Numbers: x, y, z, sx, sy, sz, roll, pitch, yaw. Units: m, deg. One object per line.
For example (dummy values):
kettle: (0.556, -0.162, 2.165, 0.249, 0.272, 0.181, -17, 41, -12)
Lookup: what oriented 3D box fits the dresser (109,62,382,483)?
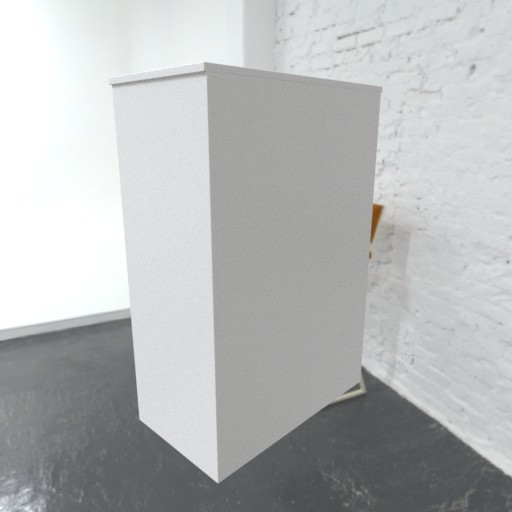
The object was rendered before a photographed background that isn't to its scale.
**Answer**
dresser: (0.000, 0.000, 1.394, 0.401, 1.021, 0.704, 15, 21, 42)
